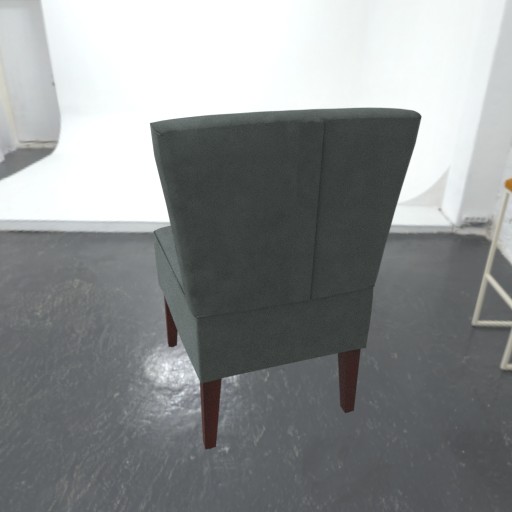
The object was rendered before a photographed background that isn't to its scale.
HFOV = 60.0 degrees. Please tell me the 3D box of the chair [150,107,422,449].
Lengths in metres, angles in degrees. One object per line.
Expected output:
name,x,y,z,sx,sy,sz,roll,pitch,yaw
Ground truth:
chair,0.000,0.000,1.185,0.521,0.806,0.554,-8,27,-16
